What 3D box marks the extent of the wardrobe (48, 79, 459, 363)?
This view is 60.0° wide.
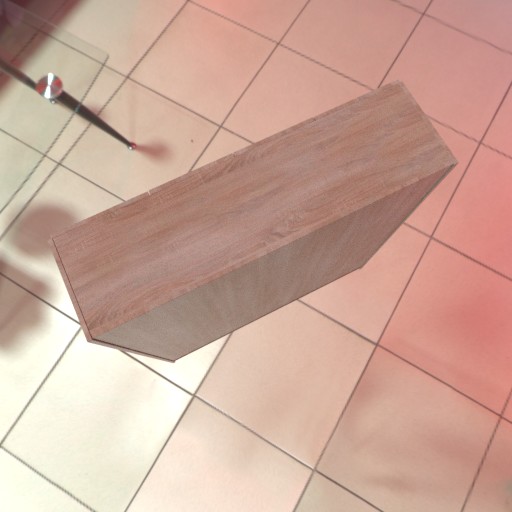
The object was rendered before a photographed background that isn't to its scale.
[{"bbox_3d":[0.000,0.000,3.230,1.998,2.159,0.598,-26,76,-7],"label":"wardrobe"}]
